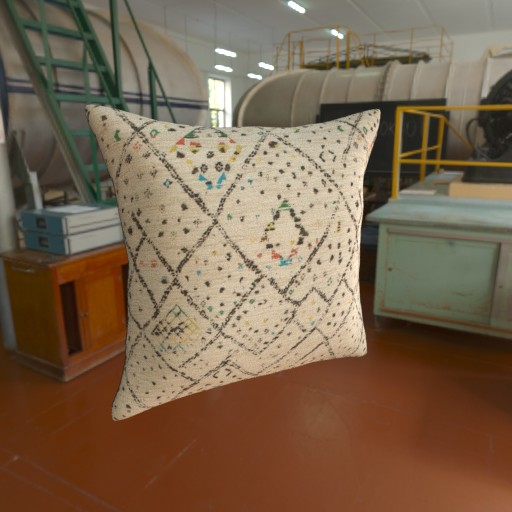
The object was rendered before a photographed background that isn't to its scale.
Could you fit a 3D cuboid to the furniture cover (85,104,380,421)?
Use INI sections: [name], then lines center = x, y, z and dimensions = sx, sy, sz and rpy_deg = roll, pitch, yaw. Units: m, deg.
[furniture cover]
center = 0.000, 0.000, 0.771
dimensions = 0.525, 0.498, 0.180
rpy_deg = -8, 17, -26
